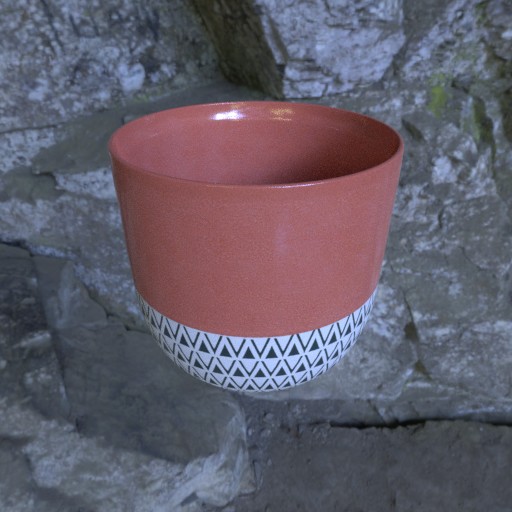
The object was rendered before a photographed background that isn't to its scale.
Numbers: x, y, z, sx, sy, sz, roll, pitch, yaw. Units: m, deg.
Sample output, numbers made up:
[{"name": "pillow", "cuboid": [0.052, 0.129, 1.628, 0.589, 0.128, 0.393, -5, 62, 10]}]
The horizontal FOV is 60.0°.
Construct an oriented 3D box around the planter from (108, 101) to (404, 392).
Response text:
[{"name": "planter", "cuboid": [0.000, 0.000, 0.482, 0.266, 0.270, 0.266, 0, 31, 0]}]
